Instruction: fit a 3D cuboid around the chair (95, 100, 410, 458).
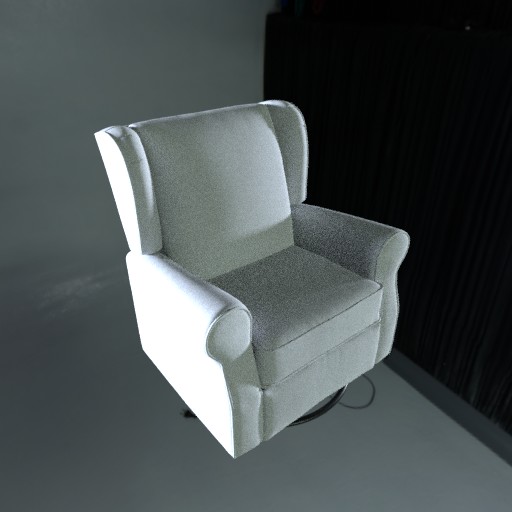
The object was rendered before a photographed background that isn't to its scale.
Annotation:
[{"bbox_3d":[0.000,0.000,1.691,0.906,0.967,0.854,-22,37,-32],"label":"chair"}]
